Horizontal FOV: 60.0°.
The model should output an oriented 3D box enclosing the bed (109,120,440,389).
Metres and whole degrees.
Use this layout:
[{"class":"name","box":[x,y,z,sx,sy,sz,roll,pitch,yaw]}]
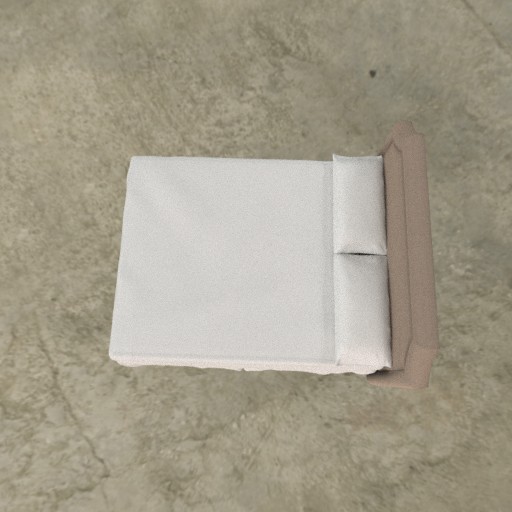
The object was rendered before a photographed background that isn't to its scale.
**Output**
[{"class":"bed","box":[0.000,0.000,3.314,2.164,1.303,1.828,2,75,0]}]
